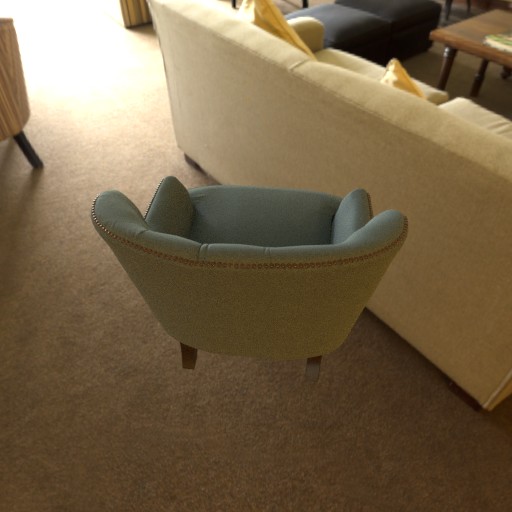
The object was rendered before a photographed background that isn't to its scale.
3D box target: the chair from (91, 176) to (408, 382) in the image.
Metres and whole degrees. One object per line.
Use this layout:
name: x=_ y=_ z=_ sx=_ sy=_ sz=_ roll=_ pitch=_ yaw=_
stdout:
chair: x=0.000 y=0.000 z=1.599 sx=0.848 sy=0.868 sz=0.906 roll=5 pitch=45 yaw=5
